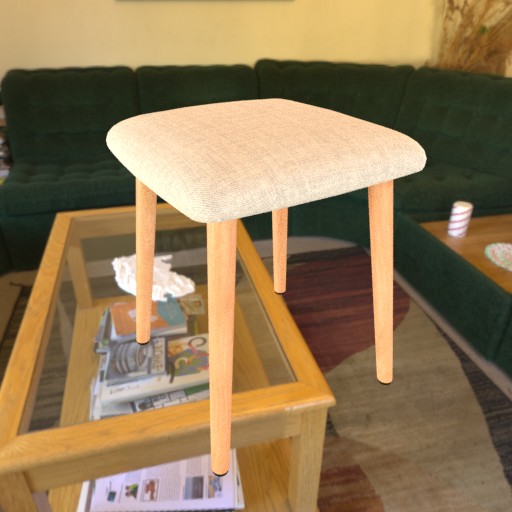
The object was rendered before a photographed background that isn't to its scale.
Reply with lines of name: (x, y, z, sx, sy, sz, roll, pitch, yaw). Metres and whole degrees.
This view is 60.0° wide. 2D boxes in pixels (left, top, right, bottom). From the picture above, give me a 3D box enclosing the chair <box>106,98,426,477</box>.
chair: (0.000, 0.000, 0.706, 0.350, 0.440, 0.350, -17, 34, -27)
